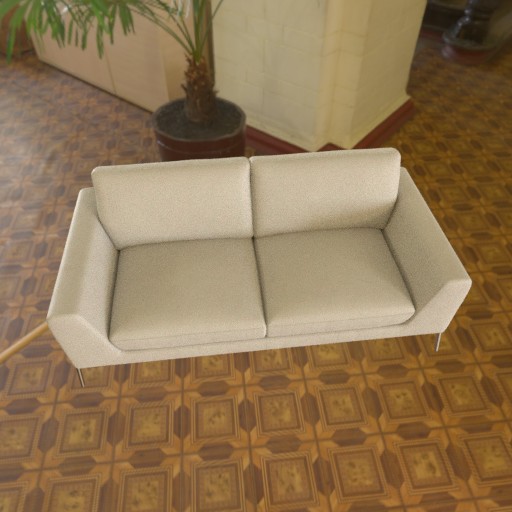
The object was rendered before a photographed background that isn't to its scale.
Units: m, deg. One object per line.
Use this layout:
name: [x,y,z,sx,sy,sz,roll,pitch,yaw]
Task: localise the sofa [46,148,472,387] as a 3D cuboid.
sofa: [0.000,0.000,2.486,2.017,0.875,0.953,-5,47,-4]
